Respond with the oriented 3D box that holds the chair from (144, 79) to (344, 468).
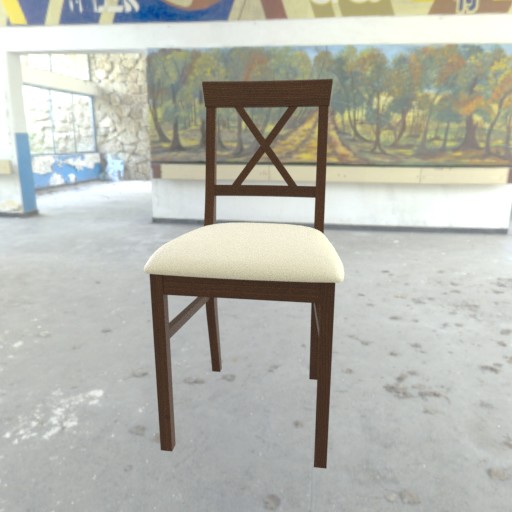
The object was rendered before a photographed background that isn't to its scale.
[{"bbox_3d":[0.000,0.000,1.161,0.440,0.913,0.480,2,15,9],"label":"chair"}]
